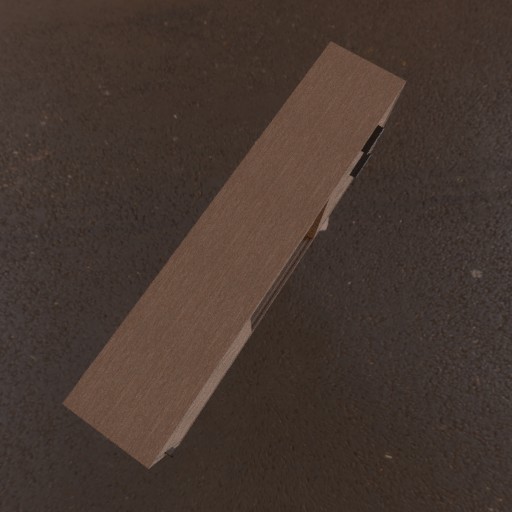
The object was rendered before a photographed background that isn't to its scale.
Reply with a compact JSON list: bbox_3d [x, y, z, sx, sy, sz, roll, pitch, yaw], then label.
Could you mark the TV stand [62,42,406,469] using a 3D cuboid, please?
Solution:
[{"bbox_3d":[0.000,0.000,2.077,0.405,0.787,1.804,32,76,9],"label":"TV stand"}]
